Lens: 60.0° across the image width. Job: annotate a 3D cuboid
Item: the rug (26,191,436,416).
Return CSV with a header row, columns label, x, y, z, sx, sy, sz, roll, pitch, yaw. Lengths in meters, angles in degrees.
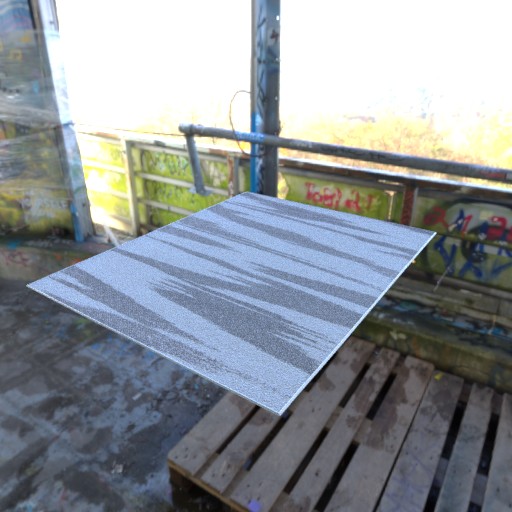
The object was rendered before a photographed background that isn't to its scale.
label,x,y,z,sx,sy,sz,roll,pitch,yaw
rug,0.000,0.000,3.946,2.353,0.014,2.945,17,30,31
